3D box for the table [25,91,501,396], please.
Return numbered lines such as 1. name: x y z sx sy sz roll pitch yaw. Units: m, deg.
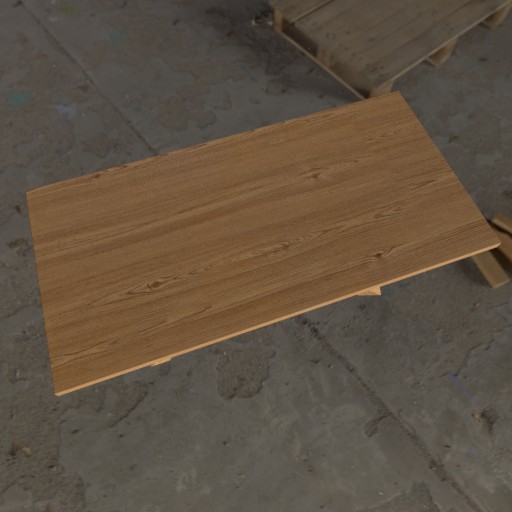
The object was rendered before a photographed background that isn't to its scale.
1. table: 0.000 0.000 2.193 1.797 0.750 0.901 -17 65 -8
